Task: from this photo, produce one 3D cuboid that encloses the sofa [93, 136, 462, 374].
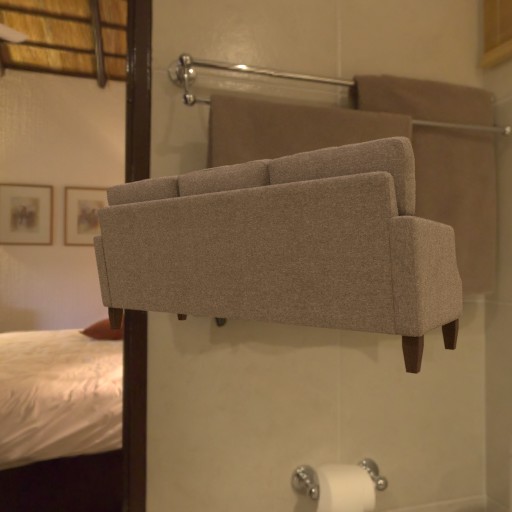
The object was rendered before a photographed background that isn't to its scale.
[{"bbox_3d":[0.000,0.000,2.642,2.115,0.984,0.888,-1,-1,37],"label":"sofa"}]
